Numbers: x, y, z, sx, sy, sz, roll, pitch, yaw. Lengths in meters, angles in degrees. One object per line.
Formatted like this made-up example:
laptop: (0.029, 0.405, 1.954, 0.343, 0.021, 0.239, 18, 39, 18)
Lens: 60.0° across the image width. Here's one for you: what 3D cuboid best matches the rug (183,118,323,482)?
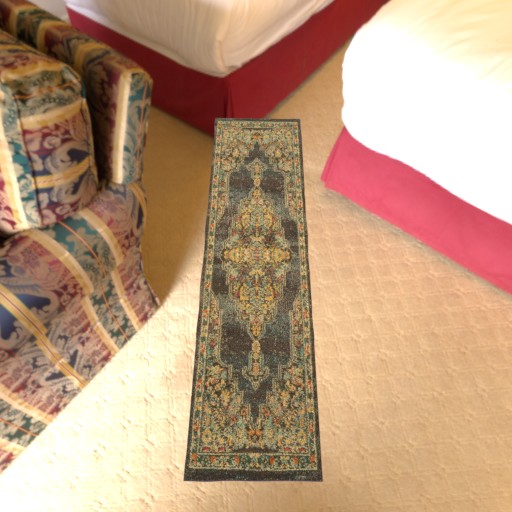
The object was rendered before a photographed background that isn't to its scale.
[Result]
rug: (0.000, 0.000, 2.499, 0.602, 0.016, 2.283, 1, 58, 0)
